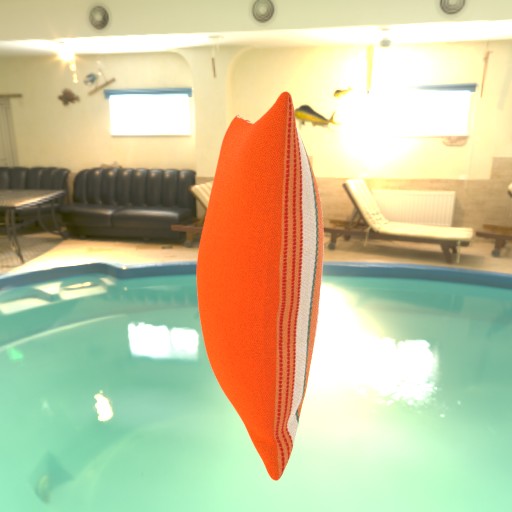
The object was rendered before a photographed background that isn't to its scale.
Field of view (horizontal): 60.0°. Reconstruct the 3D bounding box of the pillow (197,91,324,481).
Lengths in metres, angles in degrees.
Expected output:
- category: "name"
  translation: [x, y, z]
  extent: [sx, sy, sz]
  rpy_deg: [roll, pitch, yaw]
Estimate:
- category: "pillow"
  translation: [0.000, 0.000, 0.678]
  extent: [0.182, 0.441, 0.440]
  rpy_deg: [-2, 16, -8]
